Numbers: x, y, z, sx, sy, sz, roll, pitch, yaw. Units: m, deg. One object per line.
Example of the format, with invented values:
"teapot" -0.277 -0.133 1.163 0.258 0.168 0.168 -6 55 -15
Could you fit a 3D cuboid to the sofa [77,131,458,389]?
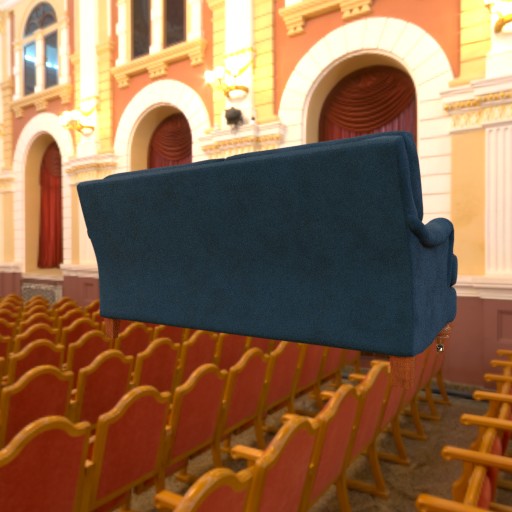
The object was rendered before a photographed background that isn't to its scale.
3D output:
"sofa" 0.000 0.000 2.685 2.141 1.101 1.084 0 1 34
